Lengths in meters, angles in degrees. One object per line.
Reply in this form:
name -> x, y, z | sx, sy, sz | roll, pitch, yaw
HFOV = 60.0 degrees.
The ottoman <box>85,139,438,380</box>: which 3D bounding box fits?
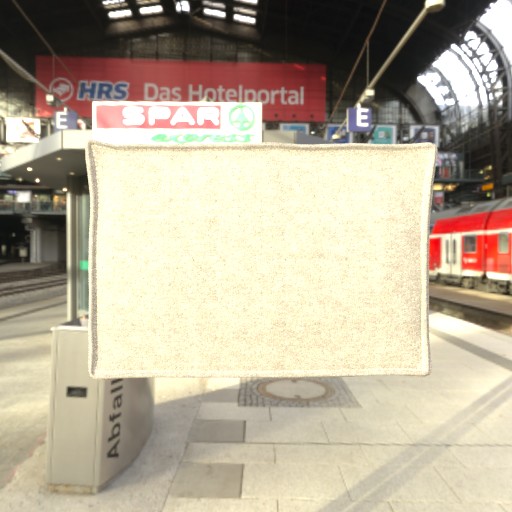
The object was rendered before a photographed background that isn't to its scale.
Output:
ottoman -> 0.000, 0.000, 1.171 | 0.696, 0.470, 0.707 | 0, 1, -1
